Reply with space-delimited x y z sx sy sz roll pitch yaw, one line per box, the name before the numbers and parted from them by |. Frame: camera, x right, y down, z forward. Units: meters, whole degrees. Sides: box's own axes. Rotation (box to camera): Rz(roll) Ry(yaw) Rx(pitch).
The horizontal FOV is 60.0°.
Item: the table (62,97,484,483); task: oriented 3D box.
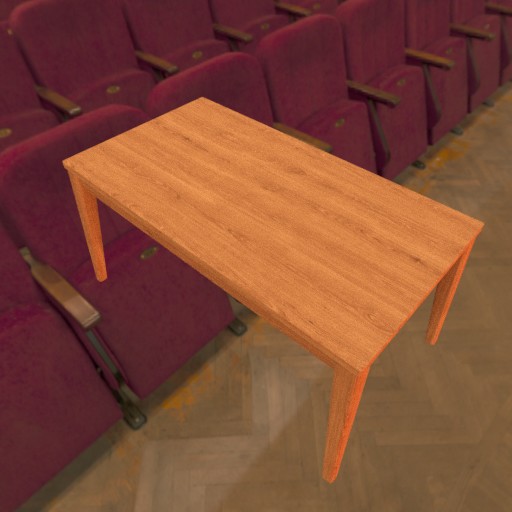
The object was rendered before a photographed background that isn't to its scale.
table | 0.000 0.000 2.062 1.600 0.760 0.900 33 54 28
